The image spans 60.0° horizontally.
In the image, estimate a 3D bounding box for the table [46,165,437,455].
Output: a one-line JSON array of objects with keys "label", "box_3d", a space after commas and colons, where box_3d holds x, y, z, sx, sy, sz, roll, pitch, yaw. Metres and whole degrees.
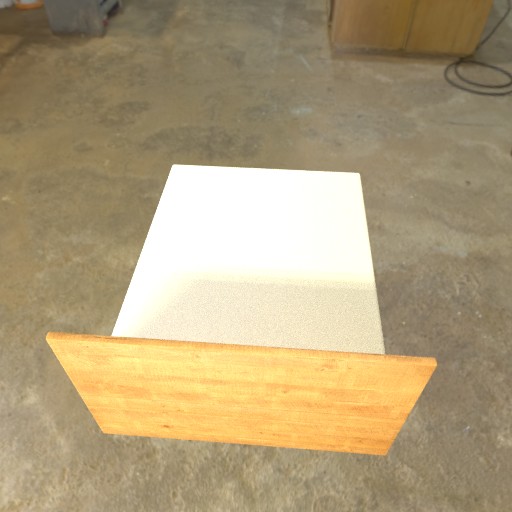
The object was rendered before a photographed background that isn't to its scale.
[{"label": "table", "box_3d": [0.000, 0.000, 3.034, 1.707, 1.041, 2.149, 3, 46, 3]}]
